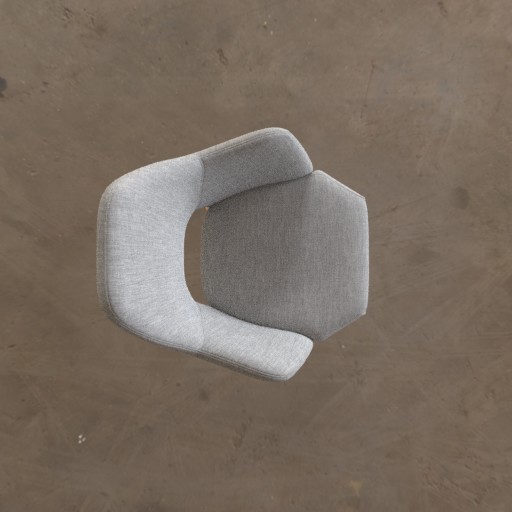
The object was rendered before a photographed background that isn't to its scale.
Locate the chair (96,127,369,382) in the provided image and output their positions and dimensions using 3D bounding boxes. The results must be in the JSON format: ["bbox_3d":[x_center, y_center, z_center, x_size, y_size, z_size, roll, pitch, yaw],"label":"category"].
[{"bbox_3d":[0.000,0.000,1.231,0.610,0.840,0.590,0,89,-1],"label":"chair"}]
